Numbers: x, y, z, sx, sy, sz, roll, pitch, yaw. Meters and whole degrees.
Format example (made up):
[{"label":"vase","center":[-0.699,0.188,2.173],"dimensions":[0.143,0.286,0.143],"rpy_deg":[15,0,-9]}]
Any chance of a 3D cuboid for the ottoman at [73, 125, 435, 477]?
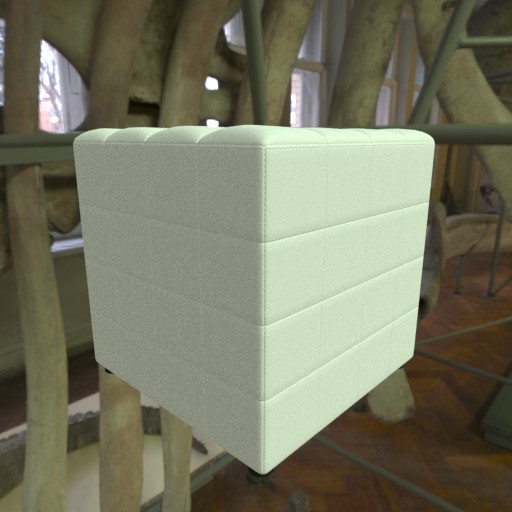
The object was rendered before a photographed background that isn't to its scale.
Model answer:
[{"label":"ottoman","center":[0.000,0.000,0.778],"dimensions":[0.425,0.432,0.425],"rpy_deg":[14,20,41]}]
